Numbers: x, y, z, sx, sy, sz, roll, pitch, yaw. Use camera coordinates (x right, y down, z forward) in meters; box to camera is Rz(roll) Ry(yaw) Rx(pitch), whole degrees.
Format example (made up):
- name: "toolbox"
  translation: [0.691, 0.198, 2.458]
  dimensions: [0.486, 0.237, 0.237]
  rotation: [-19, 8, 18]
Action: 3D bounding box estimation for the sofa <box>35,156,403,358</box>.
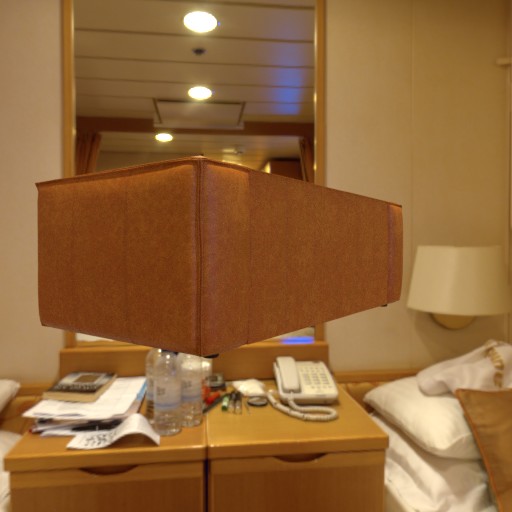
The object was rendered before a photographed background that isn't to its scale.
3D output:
- name: "sofa"
  translation: [0.000, 0.000, 2.558]
  dimensions: [1.102, 0.703, 2.088]
  rotation: [1, 1, 36]
